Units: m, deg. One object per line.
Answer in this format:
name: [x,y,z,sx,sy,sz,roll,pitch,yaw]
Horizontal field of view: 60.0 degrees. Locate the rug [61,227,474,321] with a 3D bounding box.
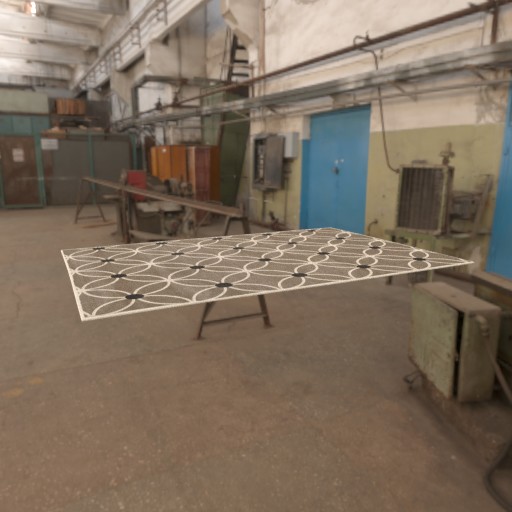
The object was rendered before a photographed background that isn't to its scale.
rug: [0.000,0.000,2.915,2.284,0.008,1.522,-6,14,-25]
